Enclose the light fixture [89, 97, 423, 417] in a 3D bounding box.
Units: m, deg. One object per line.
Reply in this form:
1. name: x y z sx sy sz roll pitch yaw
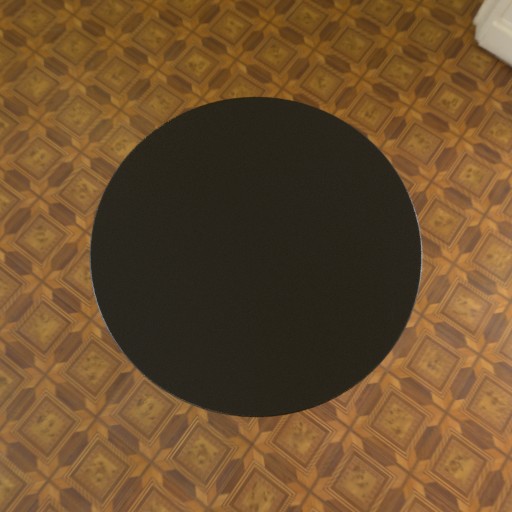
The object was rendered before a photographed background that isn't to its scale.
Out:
1. light fixture: 0.000 0.000 0.420 0.283 0.097 0.283 0 75 0
